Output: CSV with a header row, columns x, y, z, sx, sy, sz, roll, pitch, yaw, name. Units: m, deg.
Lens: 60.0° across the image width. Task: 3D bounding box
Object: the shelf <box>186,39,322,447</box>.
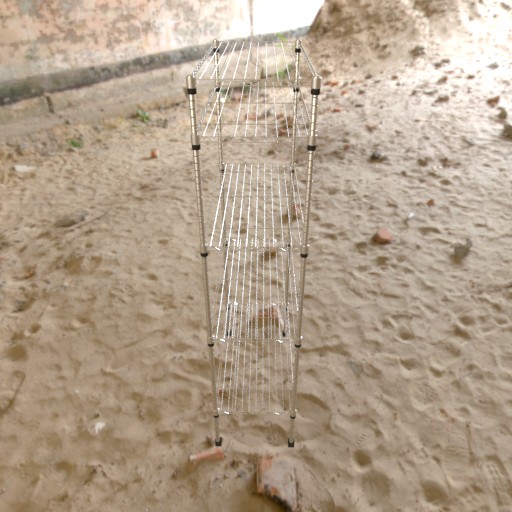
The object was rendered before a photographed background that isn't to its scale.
x,y,z,sx,sy,sz,roll,pitch,yaw,name
0.000,0.000,1.891,0.356,1.587,0.762,0,33,1,shelf
